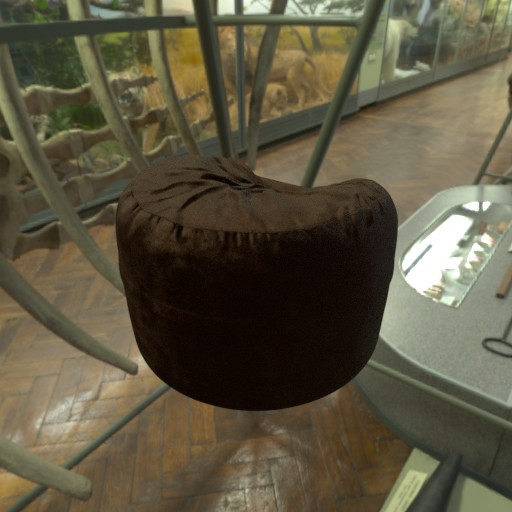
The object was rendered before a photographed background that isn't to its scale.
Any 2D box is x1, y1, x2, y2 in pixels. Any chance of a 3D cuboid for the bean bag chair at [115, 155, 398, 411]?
[{"bbox_3d":[0.000,0.000,1.545,0.918,0.616,0.918,0,29,0],"label":"bean bag chair"}]
